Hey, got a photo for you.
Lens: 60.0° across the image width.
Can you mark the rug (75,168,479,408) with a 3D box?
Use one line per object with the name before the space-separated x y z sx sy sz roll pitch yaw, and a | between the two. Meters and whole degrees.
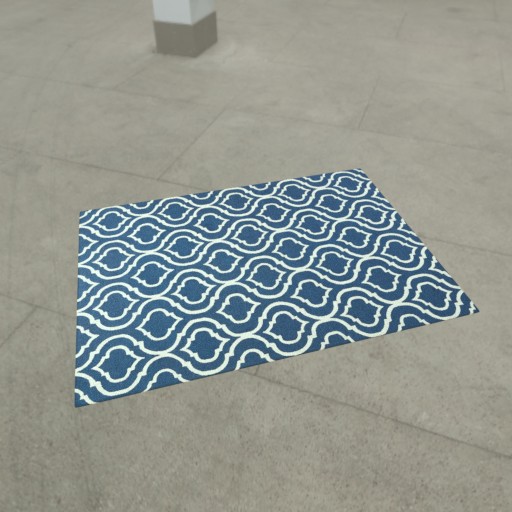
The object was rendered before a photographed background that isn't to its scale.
rug | 0.000 0.000 2.763 2.134 0.010 1.524 -11 44 -11
